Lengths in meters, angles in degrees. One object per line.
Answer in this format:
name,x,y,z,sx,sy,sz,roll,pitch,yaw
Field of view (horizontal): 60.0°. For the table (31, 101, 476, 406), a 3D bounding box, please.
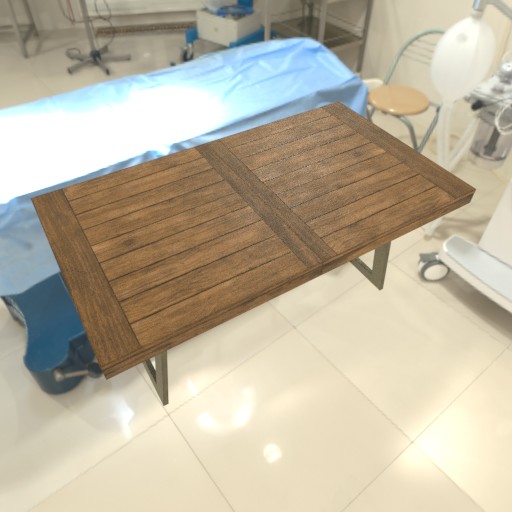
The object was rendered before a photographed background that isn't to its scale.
table,0.000,0.000,2.147,1.641,0.757,0.931,-24,50,-21
